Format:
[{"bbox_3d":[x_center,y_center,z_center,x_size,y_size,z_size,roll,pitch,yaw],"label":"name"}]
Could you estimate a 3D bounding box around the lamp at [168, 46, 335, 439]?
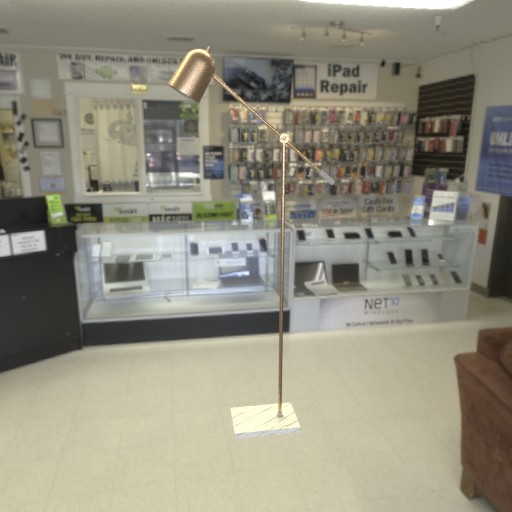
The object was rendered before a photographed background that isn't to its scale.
[{"bbox_3d":[0.000,0.000,1.843,0.653,1.594,0.194,-2,15,-9],"label":"lamp"}]
